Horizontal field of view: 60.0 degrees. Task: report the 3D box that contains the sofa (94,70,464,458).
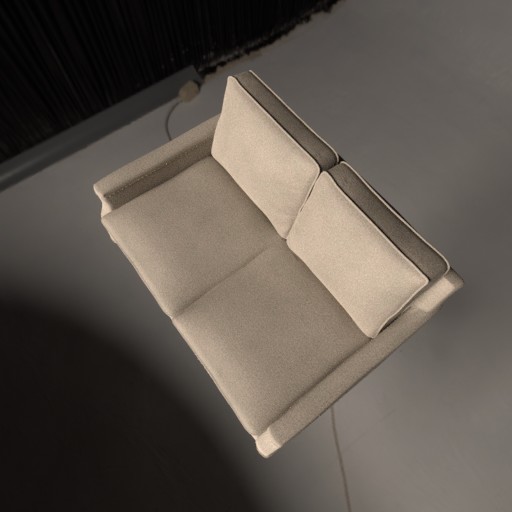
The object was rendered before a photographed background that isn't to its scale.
[{"bbox_3d":[0.000,0.000,2.279,1.084,1.003,1.597,-34,70,-14],"label":"sofa"}]
